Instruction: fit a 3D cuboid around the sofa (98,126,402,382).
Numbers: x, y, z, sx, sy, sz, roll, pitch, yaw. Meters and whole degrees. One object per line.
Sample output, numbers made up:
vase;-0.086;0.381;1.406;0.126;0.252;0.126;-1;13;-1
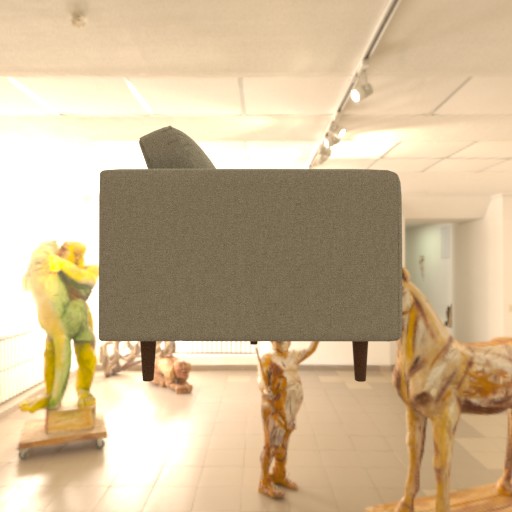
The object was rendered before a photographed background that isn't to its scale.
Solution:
sofa;0.000;0.000;2.268;1.000;0.900;1.731;0;-1;0
